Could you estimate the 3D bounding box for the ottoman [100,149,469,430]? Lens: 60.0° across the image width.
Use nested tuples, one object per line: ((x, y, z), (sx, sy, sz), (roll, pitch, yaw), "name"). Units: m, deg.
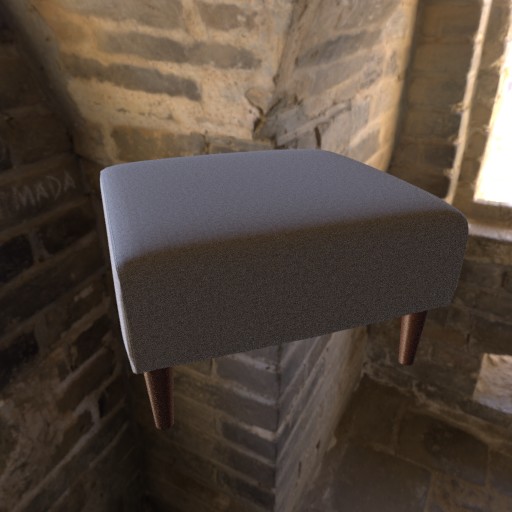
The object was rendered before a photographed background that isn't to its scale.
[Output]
((0.000, 0.000, 1.063), (0.655, 0.399, 0.648), (-9, 27, -18), "ottoman")
